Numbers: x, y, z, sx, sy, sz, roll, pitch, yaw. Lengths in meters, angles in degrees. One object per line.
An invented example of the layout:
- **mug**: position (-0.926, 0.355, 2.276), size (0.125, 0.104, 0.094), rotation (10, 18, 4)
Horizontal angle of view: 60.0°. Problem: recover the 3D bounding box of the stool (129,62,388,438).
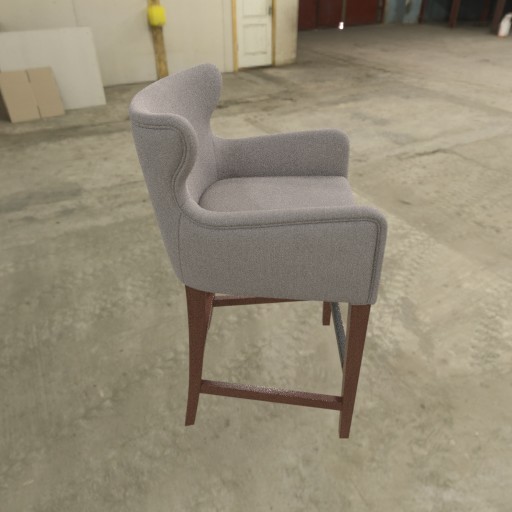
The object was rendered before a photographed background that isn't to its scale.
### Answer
- **stool**: position (0.000, 0.000, 1.284), size (0.575, 0.951, 0.575), rotation (1, 33, 1)
